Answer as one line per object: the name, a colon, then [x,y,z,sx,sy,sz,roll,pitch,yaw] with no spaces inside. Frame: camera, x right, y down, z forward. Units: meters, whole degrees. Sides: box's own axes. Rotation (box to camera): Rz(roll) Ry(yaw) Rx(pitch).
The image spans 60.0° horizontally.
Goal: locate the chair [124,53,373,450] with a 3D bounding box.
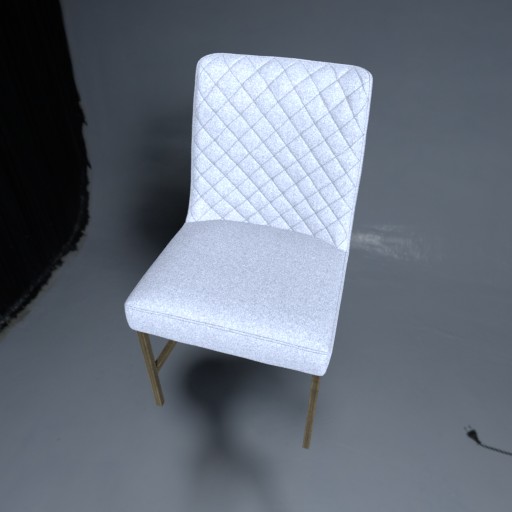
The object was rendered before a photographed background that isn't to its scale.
chair: [0.000,0.000,1.225,0.508,0.889,0.587,11,41,13]
